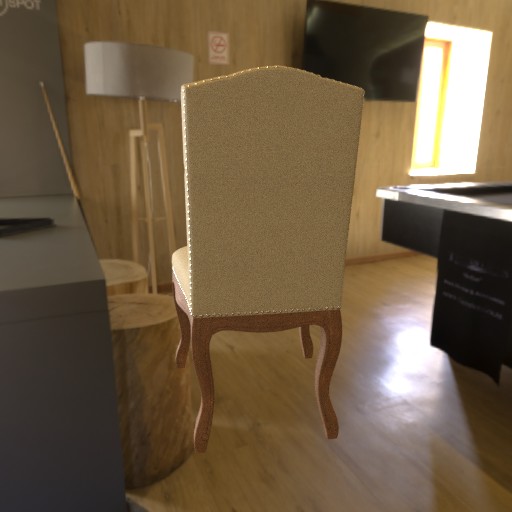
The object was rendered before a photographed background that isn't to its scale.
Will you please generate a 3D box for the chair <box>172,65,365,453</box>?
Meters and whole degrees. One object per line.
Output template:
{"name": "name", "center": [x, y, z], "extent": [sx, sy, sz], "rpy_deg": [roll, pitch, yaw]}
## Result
{"name": "chair", "center": [0.000, 0.000, 1.569], "extent": [0.623, 1.165, 0.715], "rpy_deg": [-2, 15, -8]}
